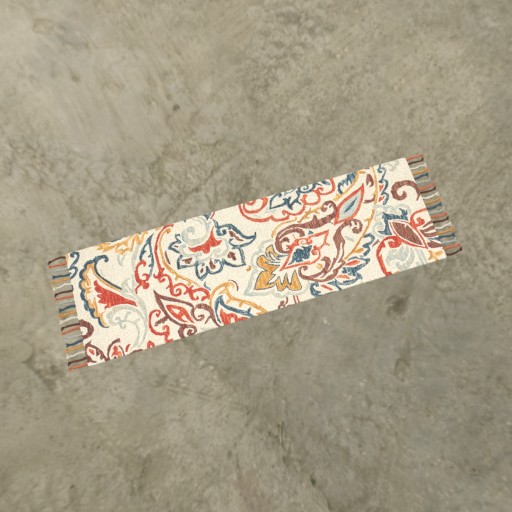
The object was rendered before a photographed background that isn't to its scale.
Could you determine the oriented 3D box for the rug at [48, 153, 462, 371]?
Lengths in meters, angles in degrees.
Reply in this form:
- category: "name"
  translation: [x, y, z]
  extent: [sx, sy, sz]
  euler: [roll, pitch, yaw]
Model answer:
- category: "rug"
  translation: [0.000, 0.000, 2.967]
  extent: [2.682, 0.015, 0.763]
  euler: [-16, 77, -4]
